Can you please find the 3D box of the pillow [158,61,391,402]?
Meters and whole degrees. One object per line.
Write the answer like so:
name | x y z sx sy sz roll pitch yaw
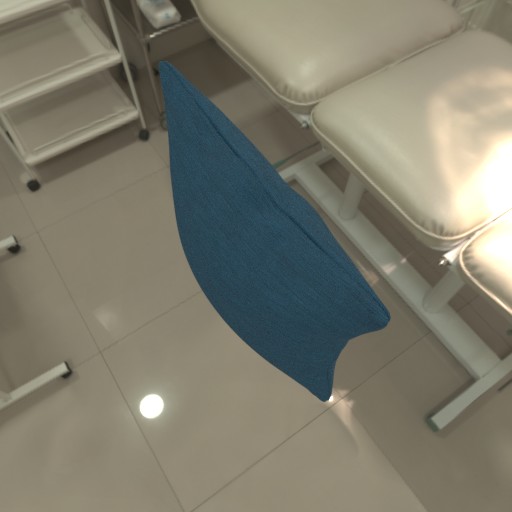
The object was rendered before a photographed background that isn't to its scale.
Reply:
pillow | 0.000 0.000 0.672 0.177 0.420 0.437 -31 66 -16
